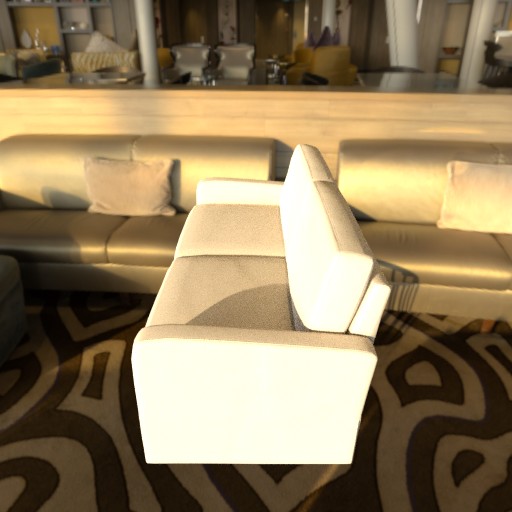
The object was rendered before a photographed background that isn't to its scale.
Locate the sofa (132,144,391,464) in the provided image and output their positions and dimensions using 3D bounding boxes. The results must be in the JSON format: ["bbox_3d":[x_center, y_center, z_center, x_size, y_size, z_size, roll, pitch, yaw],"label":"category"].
[{"bbox_3d":[0.000,0.000,2.275,0.894,0.831,1.808,0,27,0],"label":"sofa"}]
